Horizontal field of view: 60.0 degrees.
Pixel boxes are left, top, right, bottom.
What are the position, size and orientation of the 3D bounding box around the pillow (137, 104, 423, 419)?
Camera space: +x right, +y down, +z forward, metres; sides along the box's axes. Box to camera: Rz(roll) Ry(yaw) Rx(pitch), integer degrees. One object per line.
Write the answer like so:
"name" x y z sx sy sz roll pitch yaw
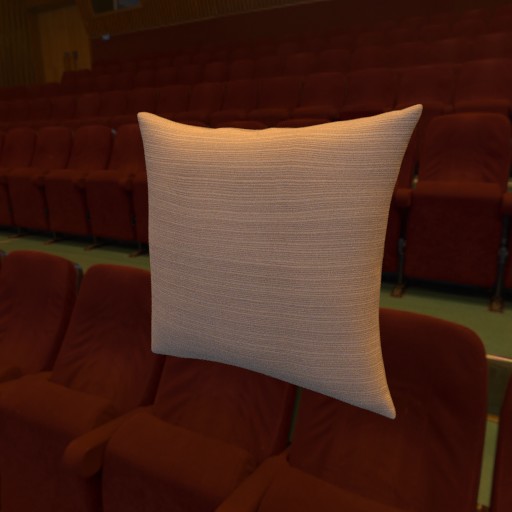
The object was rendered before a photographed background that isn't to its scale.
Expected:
"pillow" 0.000 0.000 0.779 0.512 0.497 0.204 7 16 27
